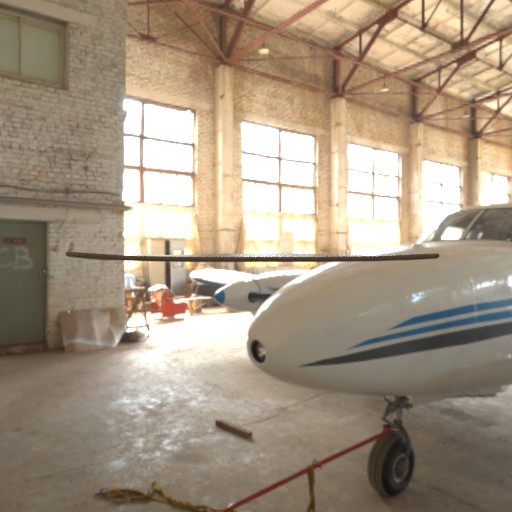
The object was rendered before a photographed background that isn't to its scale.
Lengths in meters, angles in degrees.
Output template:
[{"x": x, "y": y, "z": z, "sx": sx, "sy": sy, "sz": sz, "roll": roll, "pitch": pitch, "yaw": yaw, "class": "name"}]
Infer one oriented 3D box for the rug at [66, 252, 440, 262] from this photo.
[{"x": 0.000, "y": 0.000, "z": 3.033, "sx": 1.553, "sy": 0.053, "sz": 2.430, "roll": 0, "pitch": 0, "yaw": 1, "class": "rug"}]
